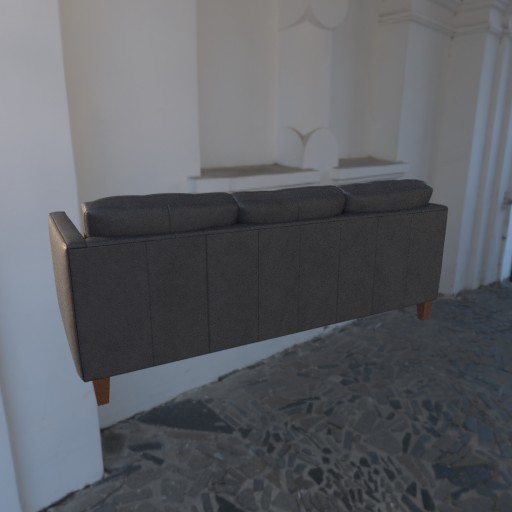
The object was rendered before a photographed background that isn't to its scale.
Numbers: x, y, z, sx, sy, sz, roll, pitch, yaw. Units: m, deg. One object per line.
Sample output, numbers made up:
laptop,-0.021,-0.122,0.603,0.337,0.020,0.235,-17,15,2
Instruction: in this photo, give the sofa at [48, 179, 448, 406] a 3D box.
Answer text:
sofa,0.000,0.000,2.985,2.464,1.006,1.045,-8,17,-27
